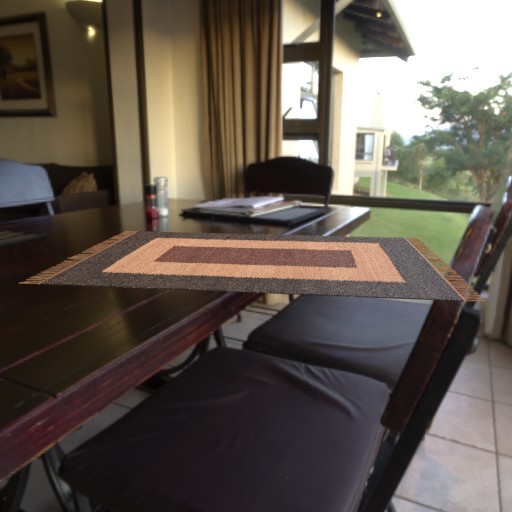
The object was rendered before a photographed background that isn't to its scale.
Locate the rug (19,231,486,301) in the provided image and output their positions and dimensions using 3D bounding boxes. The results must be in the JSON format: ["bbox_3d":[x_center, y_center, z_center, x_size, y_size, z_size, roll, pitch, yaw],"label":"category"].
[{"bbox_3d":[0.000,0.000,1.872,1.541,0.013,0.920,2,15,7],"label":"rug"}]
